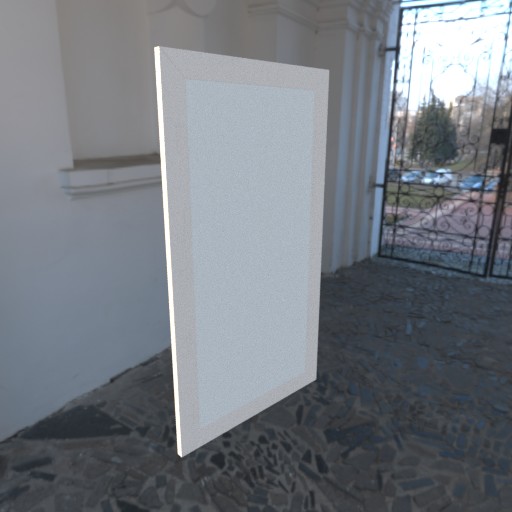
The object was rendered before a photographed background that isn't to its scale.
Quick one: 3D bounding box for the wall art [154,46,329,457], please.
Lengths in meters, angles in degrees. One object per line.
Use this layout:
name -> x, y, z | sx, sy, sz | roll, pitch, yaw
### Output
wall art -> 0.000, 0.000, 0.838 | 0.380, 0.683, 0.013 | -15, 21, -41
